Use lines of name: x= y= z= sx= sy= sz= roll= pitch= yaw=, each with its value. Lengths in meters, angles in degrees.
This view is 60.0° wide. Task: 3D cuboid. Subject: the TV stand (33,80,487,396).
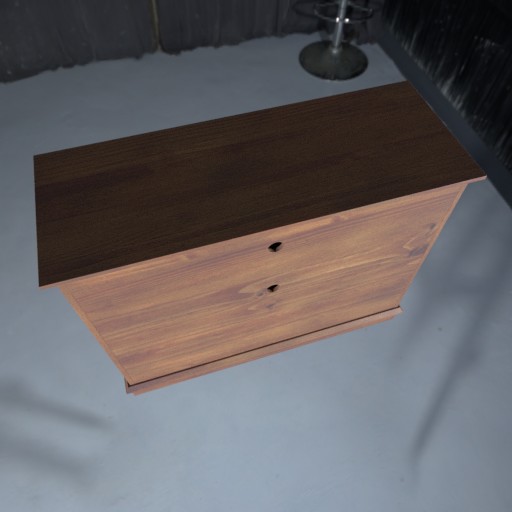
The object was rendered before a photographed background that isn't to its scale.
TV stand: x=0.000 y=0.000 z=1.449 sx=1.067 sy=0.813 sz=0.406 roll=-14 pitch=57 yaw=-10
